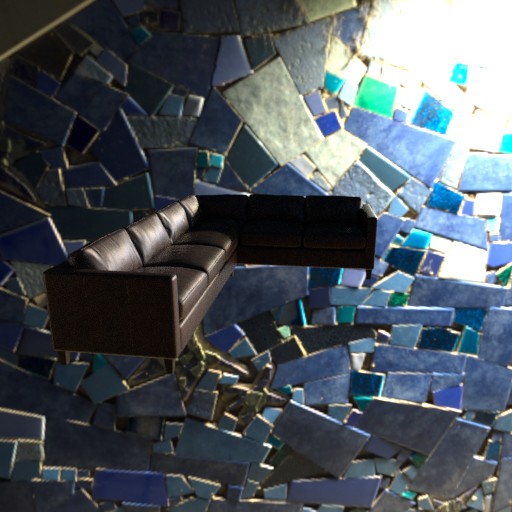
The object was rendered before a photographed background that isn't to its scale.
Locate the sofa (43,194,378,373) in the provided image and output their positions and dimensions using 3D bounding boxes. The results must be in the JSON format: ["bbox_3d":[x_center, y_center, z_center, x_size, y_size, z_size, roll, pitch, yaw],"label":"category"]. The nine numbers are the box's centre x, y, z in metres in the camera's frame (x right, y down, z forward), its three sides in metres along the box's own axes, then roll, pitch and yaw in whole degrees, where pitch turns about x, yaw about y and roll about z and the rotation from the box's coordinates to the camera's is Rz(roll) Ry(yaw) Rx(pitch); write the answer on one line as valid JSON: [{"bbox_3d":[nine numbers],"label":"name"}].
[{"bbox_3d":[0.000,0.000,4.338,2.438,0.836,3.152,2,16,8],"label":"sofa"}]
